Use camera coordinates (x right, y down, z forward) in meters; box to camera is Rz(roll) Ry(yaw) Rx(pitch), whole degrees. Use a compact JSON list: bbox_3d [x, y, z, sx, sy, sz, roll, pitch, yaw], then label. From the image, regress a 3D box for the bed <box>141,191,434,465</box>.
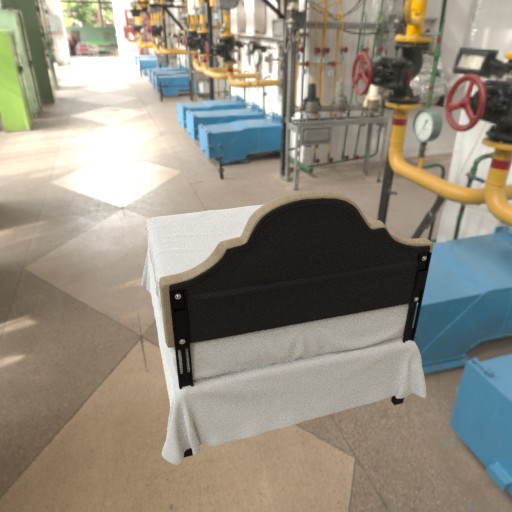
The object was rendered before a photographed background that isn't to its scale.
[{"bbox_3d":[0.000,0.000,3.405,1.780,1.634,2.222,-8,28,-15],"label":"bed"}]
